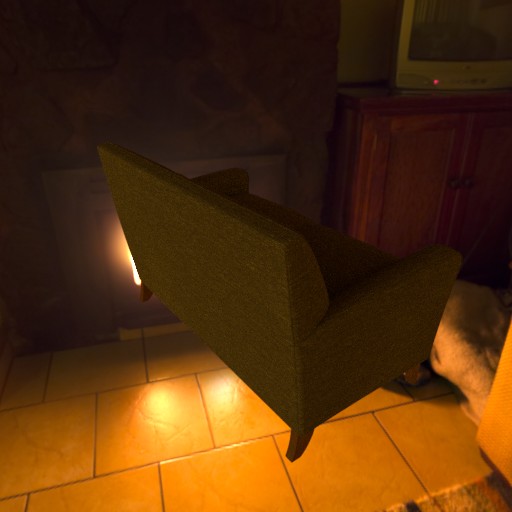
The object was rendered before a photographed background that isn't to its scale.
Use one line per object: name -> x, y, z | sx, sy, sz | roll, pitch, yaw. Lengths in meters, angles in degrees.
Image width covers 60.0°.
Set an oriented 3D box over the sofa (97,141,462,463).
sofa -> 0.000, 0.000, 2.044 | 0.867, 0.905, 1.509 | -18, 31, -32
